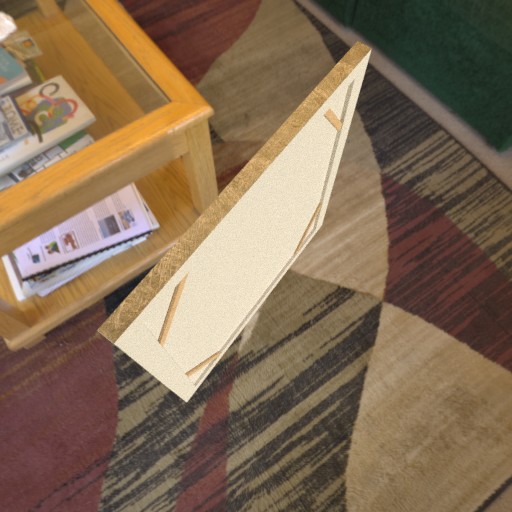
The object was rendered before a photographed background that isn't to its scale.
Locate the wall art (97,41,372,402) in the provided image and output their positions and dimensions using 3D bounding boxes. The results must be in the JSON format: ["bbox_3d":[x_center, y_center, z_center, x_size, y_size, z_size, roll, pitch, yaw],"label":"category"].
[{"bbox_3d":[0.000,0.000,1.630,0.051,1.091,1.092,34,70,14],"label":"wall art"}]
